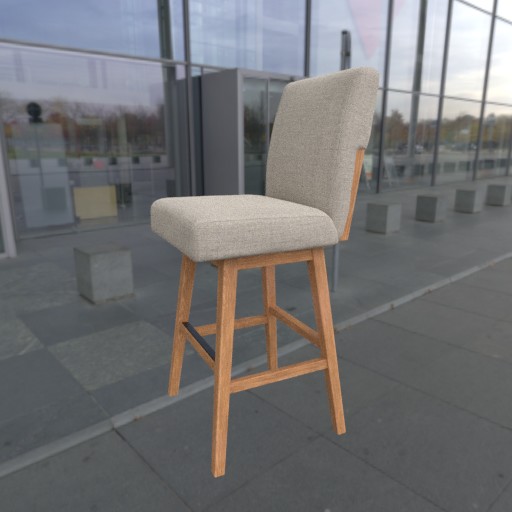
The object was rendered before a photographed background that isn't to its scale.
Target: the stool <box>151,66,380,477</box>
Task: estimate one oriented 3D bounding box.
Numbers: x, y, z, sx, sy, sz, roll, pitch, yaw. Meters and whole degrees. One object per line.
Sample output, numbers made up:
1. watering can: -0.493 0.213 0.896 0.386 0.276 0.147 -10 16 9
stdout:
1. stool: 0.000 0.000 1.406 0.569 1.106 0.483 -7 16 -25
